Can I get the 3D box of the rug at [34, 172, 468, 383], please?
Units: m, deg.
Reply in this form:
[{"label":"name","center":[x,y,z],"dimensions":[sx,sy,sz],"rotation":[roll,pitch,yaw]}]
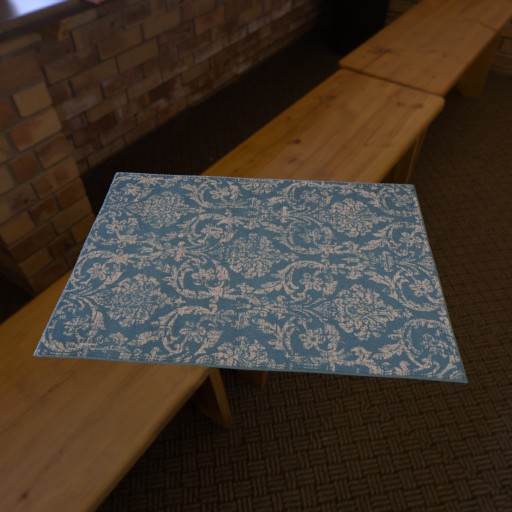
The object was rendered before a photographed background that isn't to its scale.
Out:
[{"label":"rug","center":[0.000,0.000,2.763],"dimensions":[2.205,0.012,1.554],"rotation":[3,48,3]}]
